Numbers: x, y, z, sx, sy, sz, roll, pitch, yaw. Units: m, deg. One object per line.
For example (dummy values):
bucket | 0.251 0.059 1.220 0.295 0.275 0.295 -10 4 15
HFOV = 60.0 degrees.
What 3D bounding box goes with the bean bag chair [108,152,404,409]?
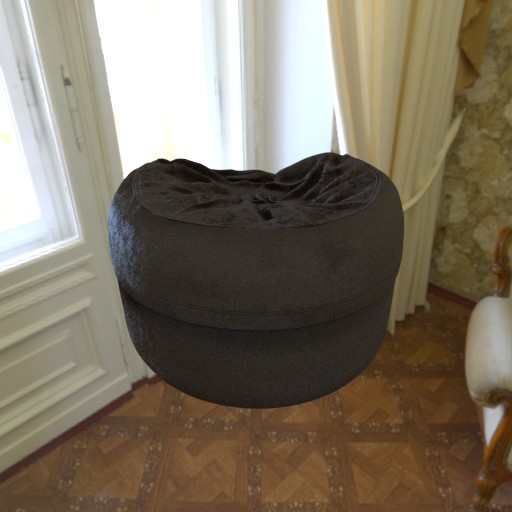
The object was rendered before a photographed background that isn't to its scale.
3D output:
bean bag chair | 0.000 0.000 1.483 0.918 0.605 0.918 0 30 0
